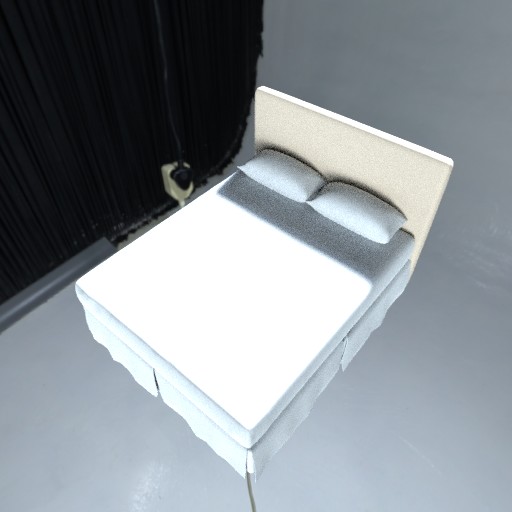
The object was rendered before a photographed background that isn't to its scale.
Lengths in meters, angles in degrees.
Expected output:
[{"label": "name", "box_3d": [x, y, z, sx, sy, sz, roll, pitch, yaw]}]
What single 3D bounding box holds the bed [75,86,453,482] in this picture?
[{"label": "bed", "box_3d": [0.000, 0.000, 3.227, 1.748, 1.330, 2.142, 32, 54, 26]}]
